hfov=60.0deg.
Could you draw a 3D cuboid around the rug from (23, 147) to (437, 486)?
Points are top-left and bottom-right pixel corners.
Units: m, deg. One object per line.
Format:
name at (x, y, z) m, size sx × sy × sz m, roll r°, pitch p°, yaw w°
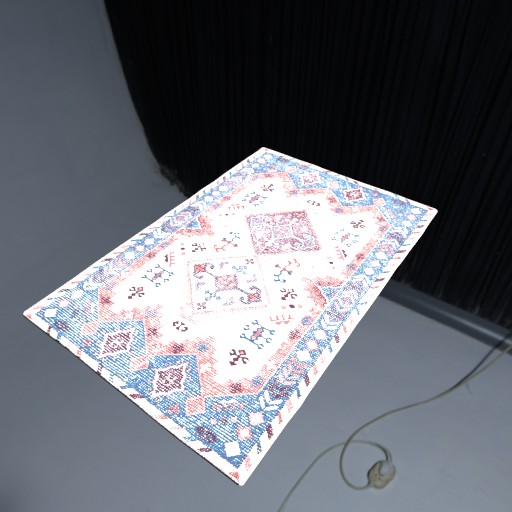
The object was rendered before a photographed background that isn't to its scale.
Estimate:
rug at (0.000, 0.000, 2.233) m, size 1.225 × 0.015 × 1.840 m, roll 26°, pitch 49°, yaw 26°
